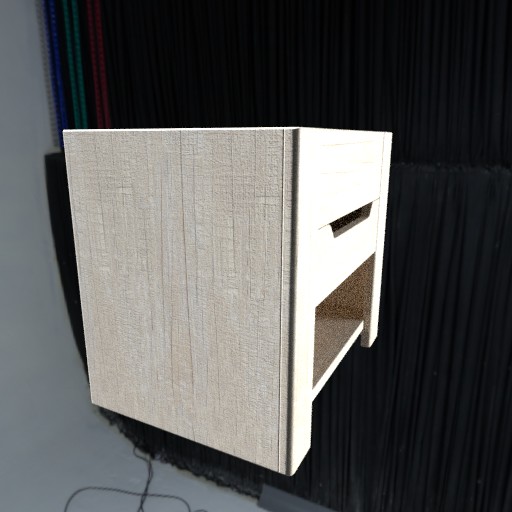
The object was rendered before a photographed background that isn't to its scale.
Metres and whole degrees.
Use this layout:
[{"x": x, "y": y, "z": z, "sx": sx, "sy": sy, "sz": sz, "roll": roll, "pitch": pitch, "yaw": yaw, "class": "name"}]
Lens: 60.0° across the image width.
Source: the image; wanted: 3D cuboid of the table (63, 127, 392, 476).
[{"x": 0.000, "y": 0.000, "z": 0.943, "sx": 0.420, "sy": 0.510, "sz": 0.570, "roll": 8, "pitch": 17, "yaw": 27, "class": "table"}]
